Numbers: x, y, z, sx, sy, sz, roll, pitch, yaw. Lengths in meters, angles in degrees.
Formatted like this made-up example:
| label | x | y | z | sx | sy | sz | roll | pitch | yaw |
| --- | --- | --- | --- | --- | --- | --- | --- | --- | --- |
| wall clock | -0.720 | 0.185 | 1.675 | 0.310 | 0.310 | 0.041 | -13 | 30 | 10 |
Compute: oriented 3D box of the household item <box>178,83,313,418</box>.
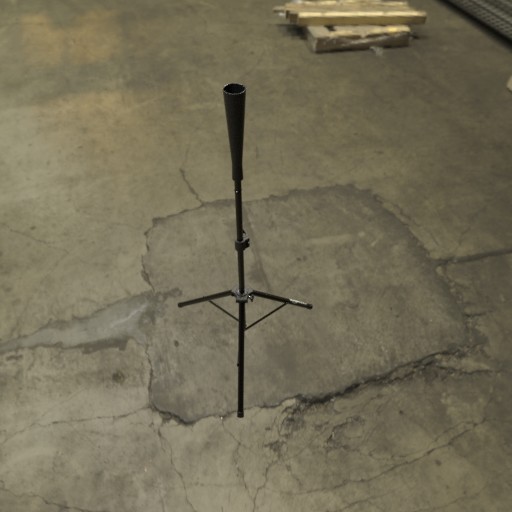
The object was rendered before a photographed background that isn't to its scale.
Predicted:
| label | x | y | z | sx | sy | sz | roll | pitch | yaw |
| --- | --- | --- | --- | --- | --- | --- | --- | --- | --- |
| household item | 0.000 | 0.000 | 1.384 | 0.559 | 1.067 | 0.559 | -10 | 48 | -9 |
